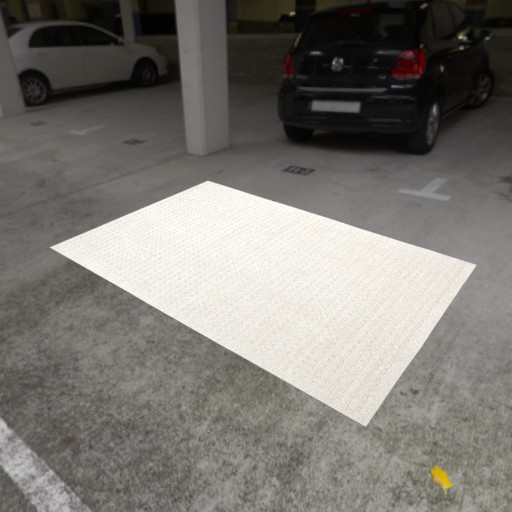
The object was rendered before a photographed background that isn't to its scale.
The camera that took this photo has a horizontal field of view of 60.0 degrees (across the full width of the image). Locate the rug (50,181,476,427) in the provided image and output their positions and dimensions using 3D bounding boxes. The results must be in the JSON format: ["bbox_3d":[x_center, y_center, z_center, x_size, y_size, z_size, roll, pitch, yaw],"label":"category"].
[{"bbox_3d":[0.000,0.000,2.844,2.289,0.006,1.523,22,37,32],"label":"rug"}]
